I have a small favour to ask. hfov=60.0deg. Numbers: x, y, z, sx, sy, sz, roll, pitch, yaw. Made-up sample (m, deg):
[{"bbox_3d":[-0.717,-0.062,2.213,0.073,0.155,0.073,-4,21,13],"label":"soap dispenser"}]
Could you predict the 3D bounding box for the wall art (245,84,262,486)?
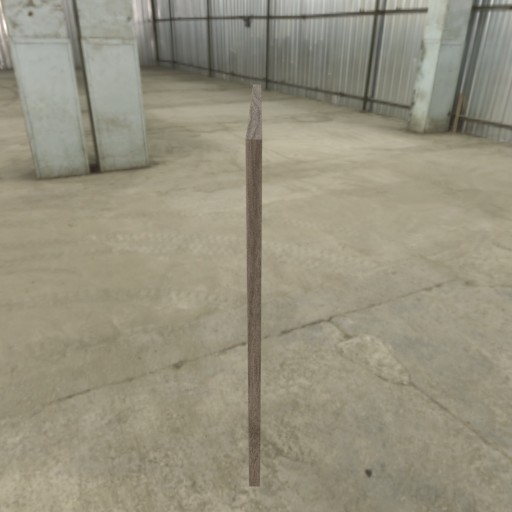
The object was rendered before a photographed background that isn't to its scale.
[{"bbox_3d":[0.000,0.000,0.768,0.016,0.507,0.508,0,27,0],"label":"wall art"}]
